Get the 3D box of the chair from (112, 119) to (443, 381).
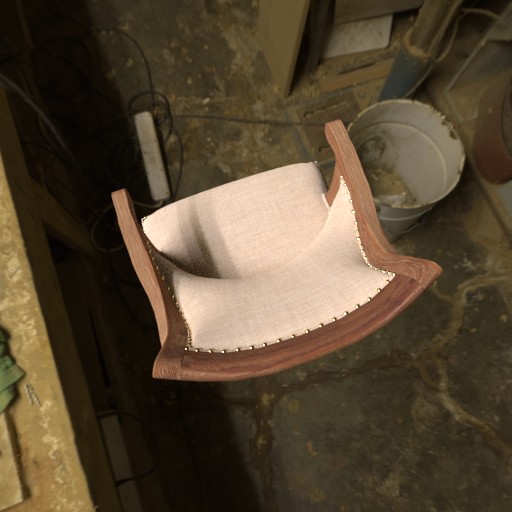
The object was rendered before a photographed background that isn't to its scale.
[{"bbox_3d":[0.000,0.000,1.388,0.656,0.965,0.689,-19,77,-5],"label":"chair"}]
